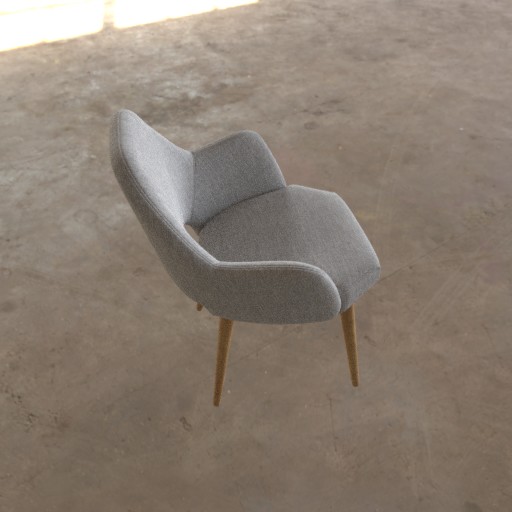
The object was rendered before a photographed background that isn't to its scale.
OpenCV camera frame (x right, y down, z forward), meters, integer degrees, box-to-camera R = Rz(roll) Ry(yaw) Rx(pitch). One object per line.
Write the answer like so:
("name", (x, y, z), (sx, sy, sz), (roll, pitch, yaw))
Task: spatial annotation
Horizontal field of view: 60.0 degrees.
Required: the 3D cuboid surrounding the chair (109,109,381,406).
("chair", (0.000, 0.000, 1.229), (0.610, 0.840, 0.590), (-9, 46, -9))
